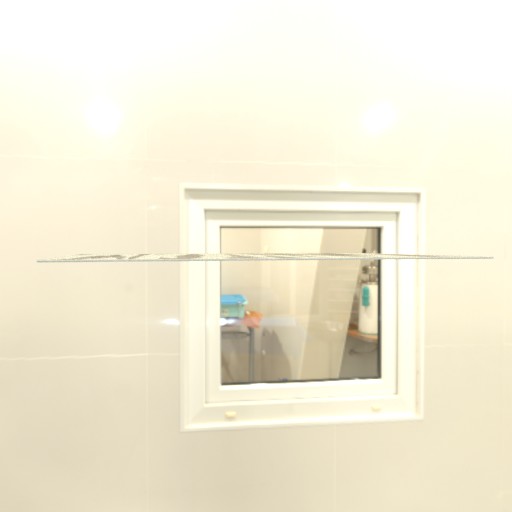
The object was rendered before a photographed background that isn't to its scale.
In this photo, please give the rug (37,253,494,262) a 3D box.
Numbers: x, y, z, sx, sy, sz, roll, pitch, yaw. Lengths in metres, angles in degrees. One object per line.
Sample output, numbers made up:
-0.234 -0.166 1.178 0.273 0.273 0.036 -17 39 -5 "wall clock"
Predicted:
0.000 0.000 2.276 1.827 0.008 1.225 0 1 -16 "rug"
